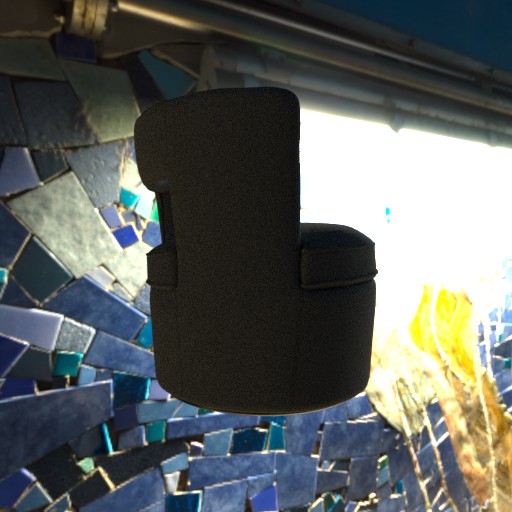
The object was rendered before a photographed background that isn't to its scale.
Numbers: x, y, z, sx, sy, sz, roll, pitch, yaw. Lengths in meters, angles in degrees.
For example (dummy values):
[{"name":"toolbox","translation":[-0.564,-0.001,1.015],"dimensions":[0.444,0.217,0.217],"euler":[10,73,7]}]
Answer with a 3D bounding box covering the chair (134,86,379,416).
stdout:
[{"name":"chair","translation":[0.000,0.000,1.251],"dimensions":[0.660,0.719,0.689],"euler":[-1,2,-17]}]
